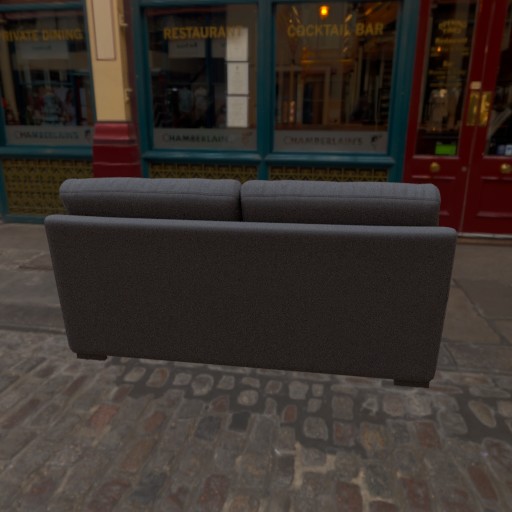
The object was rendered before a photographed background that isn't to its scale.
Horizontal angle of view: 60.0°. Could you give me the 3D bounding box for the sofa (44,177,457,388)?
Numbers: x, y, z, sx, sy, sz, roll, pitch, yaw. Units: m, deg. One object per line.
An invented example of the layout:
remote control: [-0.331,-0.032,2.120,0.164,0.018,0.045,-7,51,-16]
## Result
sofa: [0.000,0.000,2.507,1.880,0.940,1.143,3,16,9]
